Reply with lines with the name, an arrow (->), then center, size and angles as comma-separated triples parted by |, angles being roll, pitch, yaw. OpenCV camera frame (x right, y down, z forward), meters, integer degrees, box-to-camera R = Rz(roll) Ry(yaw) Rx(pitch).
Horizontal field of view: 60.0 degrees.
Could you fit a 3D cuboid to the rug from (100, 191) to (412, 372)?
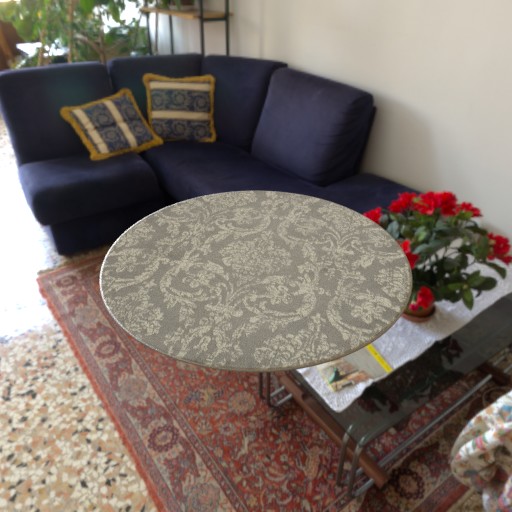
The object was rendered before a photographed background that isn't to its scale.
rug -> 0.000, 0.000, 2.351 | 1.593, 0.012, 1.593 | 0, 34, 0
